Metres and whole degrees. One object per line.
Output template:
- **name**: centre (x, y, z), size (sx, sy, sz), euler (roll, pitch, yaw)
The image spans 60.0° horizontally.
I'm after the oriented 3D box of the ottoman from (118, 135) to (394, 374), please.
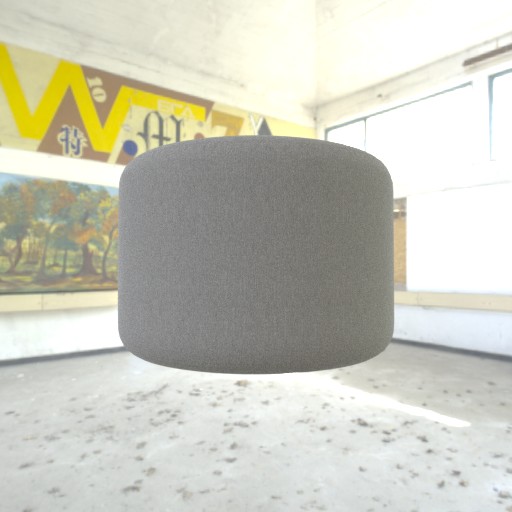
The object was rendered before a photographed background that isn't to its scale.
- **ottoman**: centre (0.000, 0.000, 1.023), size (0.608, 0.433, 0.608), euler (0, -1, 0)
